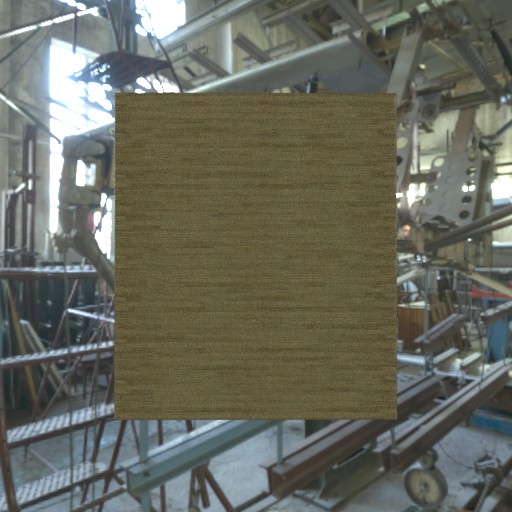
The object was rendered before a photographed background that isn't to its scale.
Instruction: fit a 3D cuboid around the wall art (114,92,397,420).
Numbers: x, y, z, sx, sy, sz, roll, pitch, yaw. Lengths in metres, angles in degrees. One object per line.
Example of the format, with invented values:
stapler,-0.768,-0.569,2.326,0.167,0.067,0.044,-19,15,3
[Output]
wall art,0.000,0.000,0.761,0.483,0.559,0.009,0,0,0
